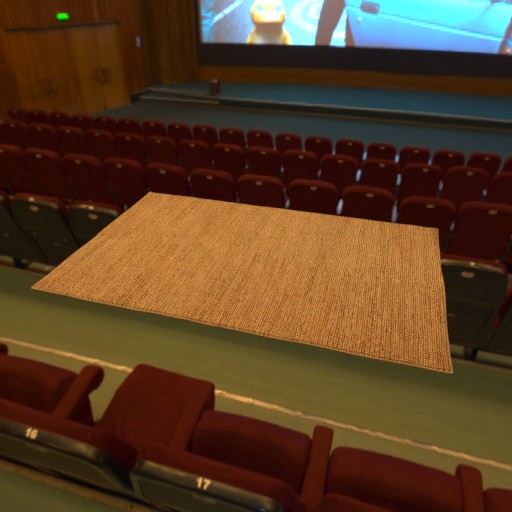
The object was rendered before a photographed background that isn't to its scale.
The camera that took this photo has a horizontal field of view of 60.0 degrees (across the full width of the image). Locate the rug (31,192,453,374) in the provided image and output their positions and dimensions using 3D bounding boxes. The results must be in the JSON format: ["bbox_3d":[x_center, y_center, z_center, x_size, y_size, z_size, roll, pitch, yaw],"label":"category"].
[{"bbox_3d":[0.000,0.000,3.045,2.438,0.034,1.521,9,33,14],"label":"rug"}]
